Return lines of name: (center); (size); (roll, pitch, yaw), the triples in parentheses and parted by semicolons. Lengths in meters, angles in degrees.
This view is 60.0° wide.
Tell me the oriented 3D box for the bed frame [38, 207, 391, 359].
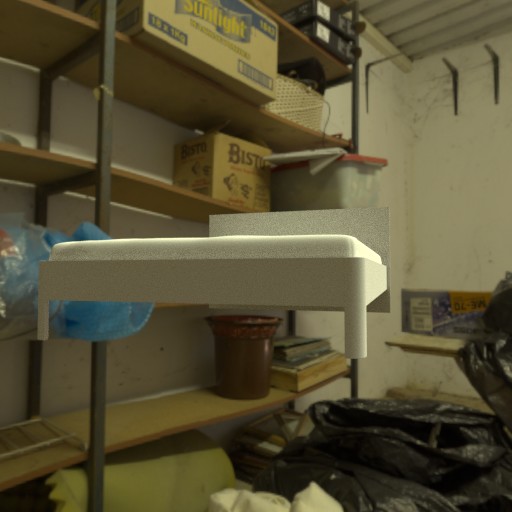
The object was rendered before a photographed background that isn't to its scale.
bed frame: (0.000, 0.000, 2.678); (1.490, 0.800, 1.950); (-1, -2, 19)
